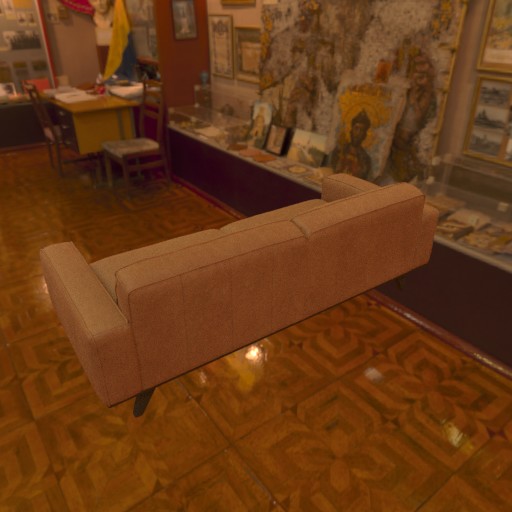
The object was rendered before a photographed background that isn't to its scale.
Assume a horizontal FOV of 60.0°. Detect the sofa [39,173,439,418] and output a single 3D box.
[{"bbox_3d":[0.000,0.000,2.719,2.270,0.780,0.953,-19,34,-30],"label":"sofa"}]
